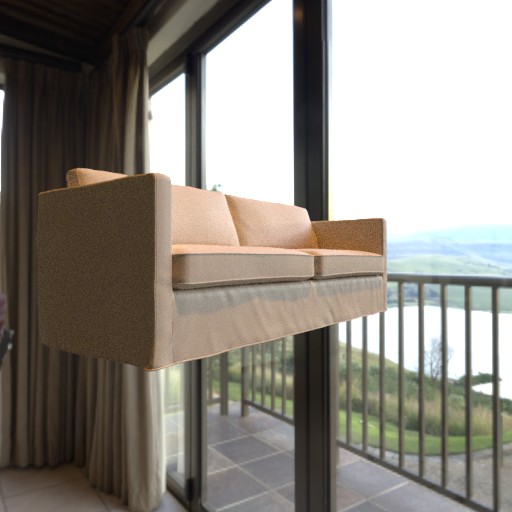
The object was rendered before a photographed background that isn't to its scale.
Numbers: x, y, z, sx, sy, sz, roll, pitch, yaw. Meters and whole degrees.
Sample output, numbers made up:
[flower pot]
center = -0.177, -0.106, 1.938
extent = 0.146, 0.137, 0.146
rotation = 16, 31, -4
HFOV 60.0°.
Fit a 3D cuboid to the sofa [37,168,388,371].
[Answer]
[sofa]
center = 0.000, 0.000, 3.269
extent = 1.036, 0.999, 2.779
rotation = 0, -1, 37
